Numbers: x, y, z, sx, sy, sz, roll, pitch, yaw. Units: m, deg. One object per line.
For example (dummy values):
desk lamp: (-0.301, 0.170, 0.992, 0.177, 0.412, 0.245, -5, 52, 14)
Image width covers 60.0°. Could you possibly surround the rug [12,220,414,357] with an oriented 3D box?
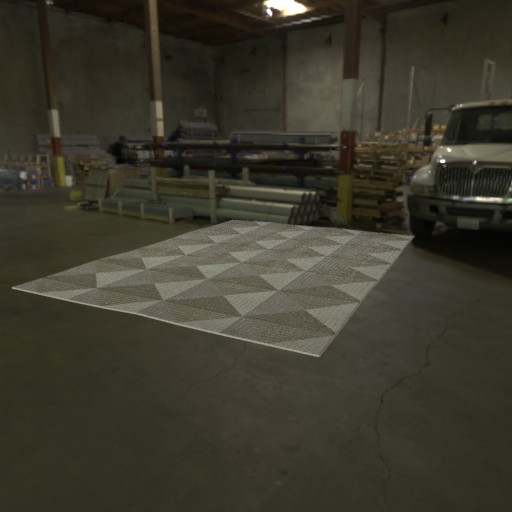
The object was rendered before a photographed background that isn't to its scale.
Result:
rug: (0.000, 0.000, 4.235, 2.428, 0.027, 3.333, 7, 16, 26)
